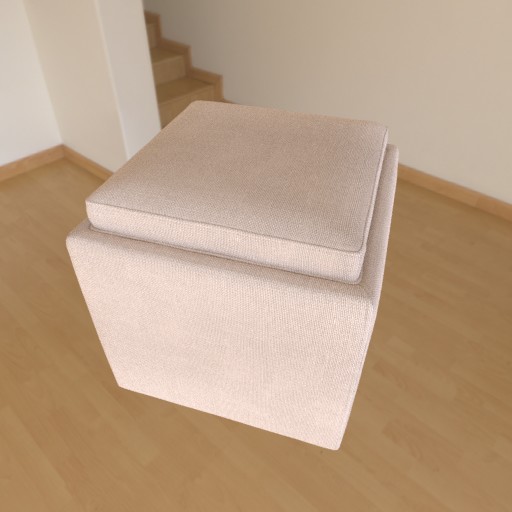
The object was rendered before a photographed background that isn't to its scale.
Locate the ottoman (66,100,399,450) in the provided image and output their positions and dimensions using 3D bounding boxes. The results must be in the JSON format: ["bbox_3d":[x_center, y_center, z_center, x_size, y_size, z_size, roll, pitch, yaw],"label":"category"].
[{"bbox_3d":[0.000,0.000,0.834,0.451,0.460,0.450,12,42,13],"label":"ottoman"}]
